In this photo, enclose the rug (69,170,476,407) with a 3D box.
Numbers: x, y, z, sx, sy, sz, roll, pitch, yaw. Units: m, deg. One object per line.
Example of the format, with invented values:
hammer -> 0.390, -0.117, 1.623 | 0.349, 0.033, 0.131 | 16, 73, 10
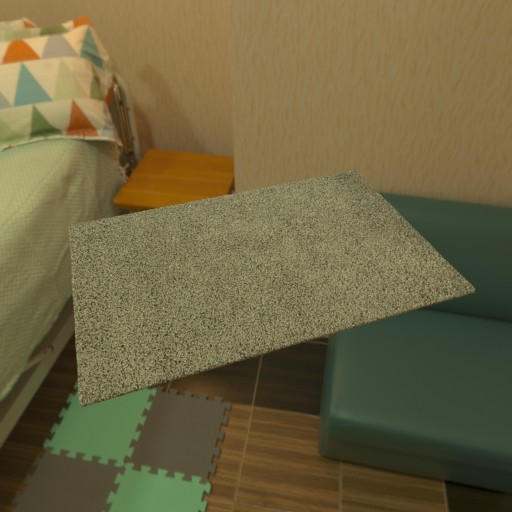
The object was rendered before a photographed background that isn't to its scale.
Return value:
rug -> 0.000, 0.000, 3.473 | 2.743, 0.030, 1.778 | -13, 43, -14
